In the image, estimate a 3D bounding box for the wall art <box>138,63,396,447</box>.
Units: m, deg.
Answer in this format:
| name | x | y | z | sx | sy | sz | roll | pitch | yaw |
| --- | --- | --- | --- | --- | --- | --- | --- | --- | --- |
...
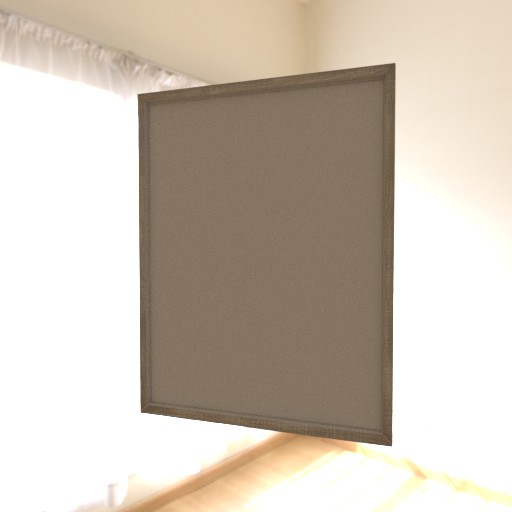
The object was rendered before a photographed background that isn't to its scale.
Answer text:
| name | x | y | z | sx | sy | sz | roll | pitch | yaw |
| --- | --- | --- | --- | --- | --- | --- | --- | --- | --- |
| wall art | 0.000 | 0.000 | 1.312 | 0.781 | 1.022 | 0.035 | 0 | 2 | 18 |
